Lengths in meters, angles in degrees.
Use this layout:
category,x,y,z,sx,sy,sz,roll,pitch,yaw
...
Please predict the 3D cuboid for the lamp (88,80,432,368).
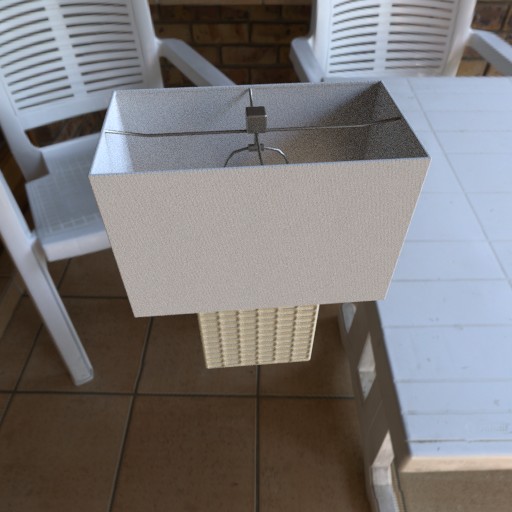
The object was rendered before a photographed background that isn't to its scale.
category,x,y,z,sx,sy,sz,roll,pitch,yaw
lamp,0.000,0.000,0.730,0.380,0.515,0.200,-4,46,-3
